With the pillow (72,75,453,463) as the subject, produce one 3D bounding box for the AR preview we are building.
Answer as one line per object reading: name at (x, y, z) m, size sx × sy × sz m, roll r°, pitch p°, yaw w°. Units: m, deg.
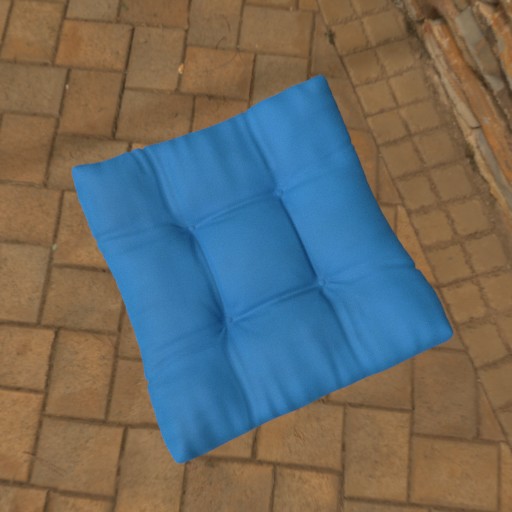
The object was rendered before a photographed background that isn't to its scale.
pillow at (0.000, 0.000, 0.723) m, size 0.468 × 0.128 × 0.490 m, roll -23°, pitch 78°, yaw -5°
